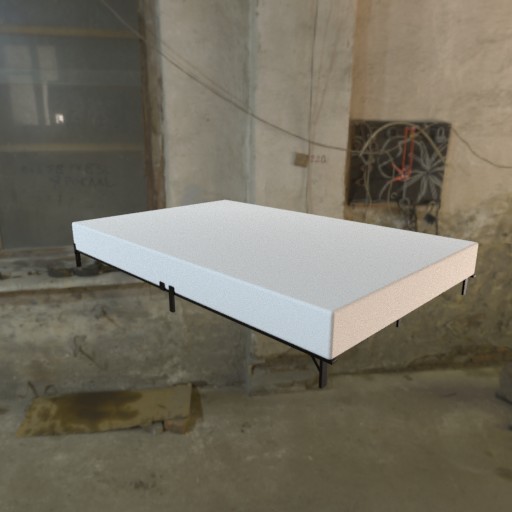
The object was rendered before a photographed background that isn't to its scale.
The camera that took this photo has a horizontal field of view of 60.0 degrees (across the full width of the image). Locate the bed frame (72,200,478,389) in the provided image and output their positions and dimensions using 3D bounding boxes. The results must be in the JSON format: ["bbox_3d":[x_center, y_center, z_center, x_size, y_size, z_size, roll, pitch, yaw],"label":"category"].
[{"bbox_3d":[0.000,0.000,3.846,1.930,0.440,2.987,-16,22,-43],"label":"bed frame"}]
